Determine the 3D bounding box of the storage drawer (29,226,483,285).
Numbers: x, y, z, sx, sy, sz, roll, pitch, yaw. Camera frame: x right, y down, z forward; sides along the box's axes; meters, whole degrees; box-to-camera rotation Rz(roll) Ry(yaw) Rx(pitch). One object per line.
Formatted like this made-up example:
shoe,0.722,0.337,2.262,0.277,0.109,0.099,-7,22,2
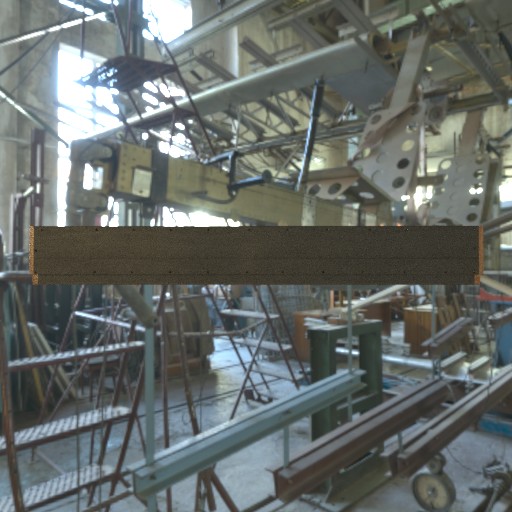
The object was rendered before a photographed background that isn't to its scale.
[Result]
storage drawer,0.000,0.000,2.251,2.032,0.264,0.538,0,-1,0
